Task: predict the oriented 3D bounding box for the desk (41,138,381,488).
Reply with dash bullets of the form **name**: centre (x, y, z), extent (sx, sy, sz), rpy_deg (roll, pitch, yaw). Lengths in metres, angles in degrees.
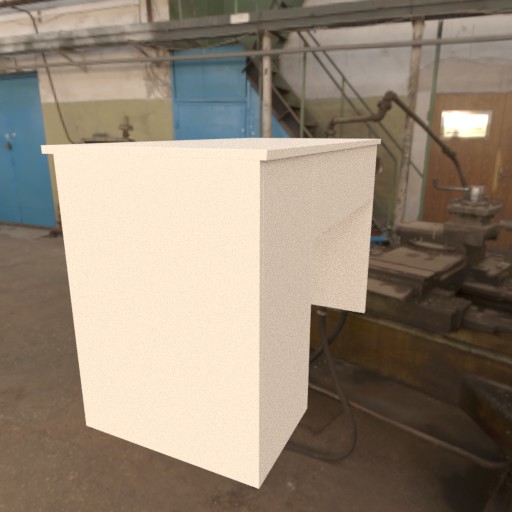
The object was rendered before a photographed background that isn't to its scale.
- **desk**: centre (0.000, 0.000, 1.466), extent (0.560, 0.735, 1.097), rpy_deg (7, 17, 24)
